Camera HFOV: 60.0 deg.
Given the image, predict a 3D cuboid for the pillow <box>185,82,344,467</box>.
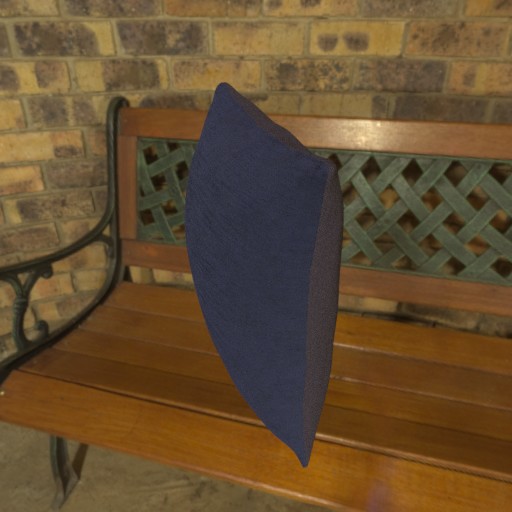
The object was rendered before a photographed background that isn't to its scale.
[{"bbox_3d":[0.000,0.000,0.686,0.204,0.439,0.452,-8,32,-14],"label":"pillow"}]
